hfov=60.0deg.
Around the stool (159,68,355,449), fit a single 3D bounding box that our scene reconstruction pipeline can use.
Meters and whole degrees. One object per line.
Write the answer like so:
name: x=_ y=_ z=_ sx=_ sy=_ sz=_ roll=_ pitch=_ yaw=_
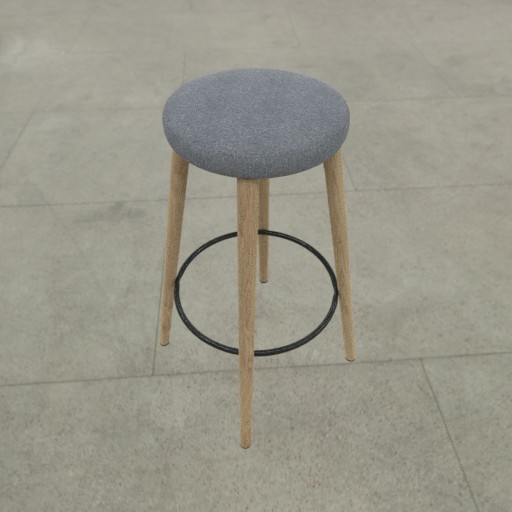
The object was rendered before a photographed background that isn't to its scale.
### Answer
stool: x=0.000 y=0.000 z=1.010 sx=0.410 sy=0.770 sz=0.410 roll=-30 pitch=53 yaw=-27
